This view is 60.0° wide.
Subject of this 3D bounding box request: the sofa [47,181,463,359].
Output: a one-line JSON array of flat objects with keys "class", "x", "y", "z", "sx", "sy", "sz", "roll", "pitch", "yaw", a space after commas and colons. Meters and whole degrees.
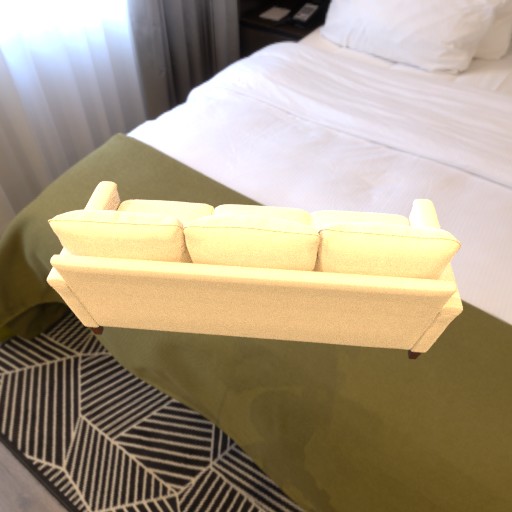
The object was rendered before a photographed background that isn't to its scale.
[{"class": "sofa", "x": 0.000, "y": 0.000, "z": 2.383, "sx": 1.925, "sy": 0.961, "sz": 0.828, "roll": 4, "pitch": 47, "yaw": 4}]
